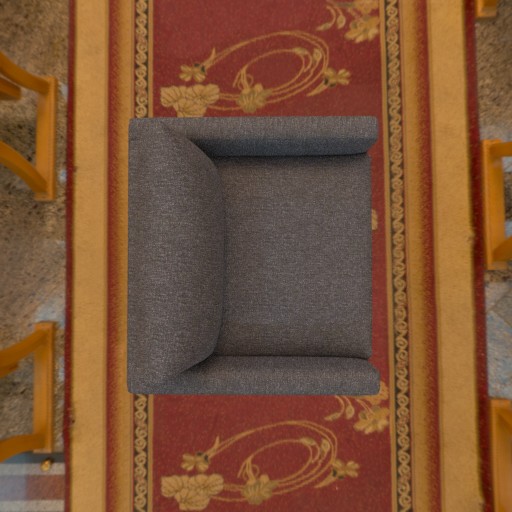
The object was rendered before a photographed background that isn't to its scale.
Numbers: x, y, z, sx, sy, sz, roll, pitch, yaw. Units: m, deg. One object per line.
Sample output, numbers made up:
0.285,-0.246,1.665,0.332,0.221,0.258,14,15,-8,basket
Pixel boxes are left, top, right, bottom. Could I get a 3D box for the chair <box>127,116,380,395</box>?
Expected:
0.000,0.000,1.672,0.866,0.861,0.963,0,89,1,chair
